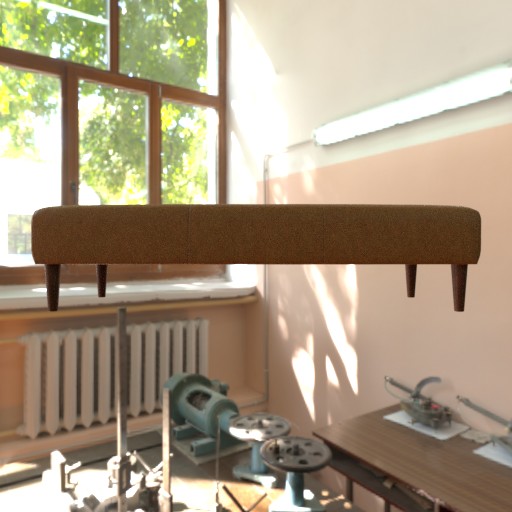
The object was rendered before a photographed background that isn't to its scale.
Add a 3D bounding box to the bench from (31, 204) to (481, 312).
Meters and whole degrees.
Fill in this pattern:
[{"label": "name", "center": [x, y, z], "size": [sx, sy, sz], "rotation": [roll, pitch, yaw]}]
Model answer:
[{"label": "bench", "center": [0.000, 0.000, 1.871], "size": [1.610, 0.399, 0.653], "rotation": [0, 0, 0]}]
